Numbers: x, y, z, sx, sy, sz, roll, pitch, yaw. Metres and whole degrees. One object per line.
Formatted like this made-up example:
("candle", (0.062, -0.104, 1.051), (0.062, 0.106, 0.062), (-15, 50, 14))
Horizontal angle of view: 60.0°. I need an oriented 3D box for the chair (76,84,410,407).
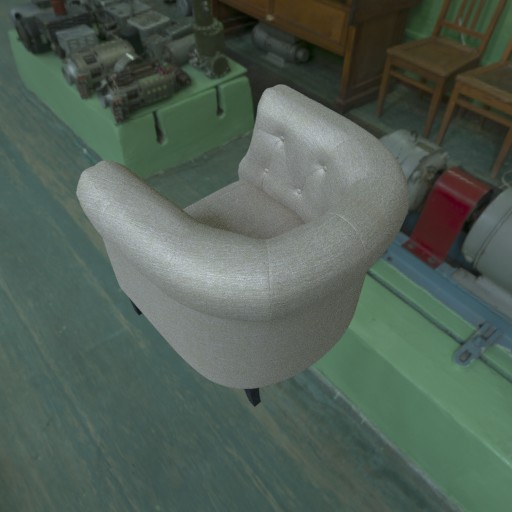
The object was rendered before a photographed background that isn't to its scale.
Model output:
("chair", (0.000, 0.000, 1.593), (0.905, 0.827, 0.852), (-33, 56, -27))
